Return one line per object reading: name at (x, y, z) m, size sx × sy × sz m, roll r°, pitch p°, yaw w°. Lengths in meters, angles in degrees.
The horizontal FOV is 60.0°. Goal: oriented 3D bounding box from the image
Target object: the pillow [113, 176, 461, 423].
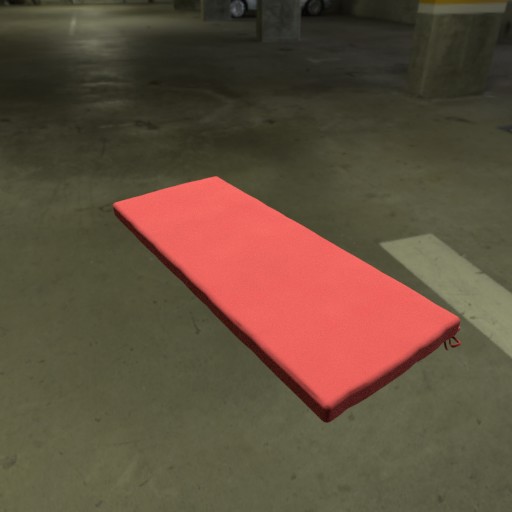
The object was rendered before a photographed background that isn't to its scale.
pillow at (0.000, 0.000, 1.380) m, size 0.492 × 0.081 × 1.187 m, roll -21°, pitch 38°, yaw -30°
